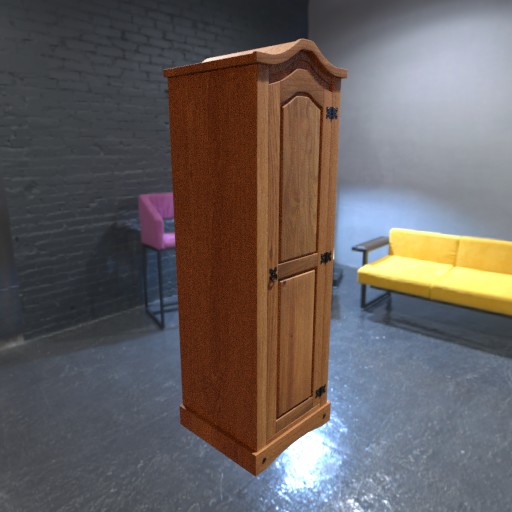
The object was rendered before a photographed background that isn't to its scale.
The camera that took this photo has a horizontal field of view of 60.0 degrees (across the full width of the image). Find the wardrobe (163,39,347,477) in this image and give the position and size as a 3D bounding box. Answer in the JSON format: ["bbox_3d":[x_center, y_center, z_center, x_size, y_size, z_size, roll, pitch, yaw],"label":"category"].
[{"bbox_3d":[0.000,0.000,2.180,0.570,1.870,0.590,13,20,42],"label":"wardrobe"}]
